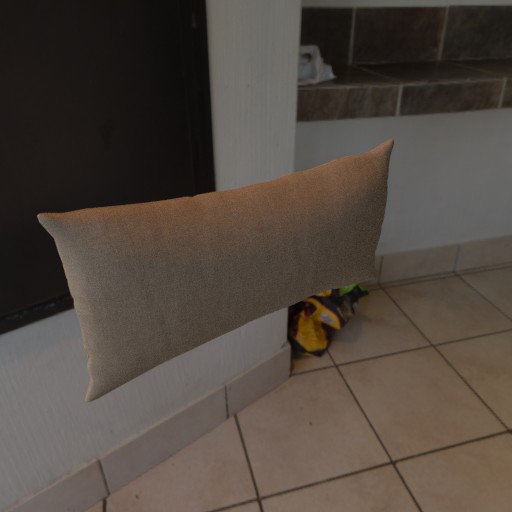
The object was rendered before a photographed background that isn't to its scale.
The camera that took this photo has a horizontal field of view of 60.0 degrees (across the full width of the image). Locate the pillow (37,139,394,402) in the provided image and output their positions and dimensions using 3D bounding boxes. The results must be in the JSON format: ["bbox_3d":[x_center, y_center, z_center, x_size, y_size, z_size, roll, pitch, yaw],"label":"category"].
[{"bbox_3d":[0.000,0.000,0.731,0.612,0.308,0.148,-19,35,-29],"label":"pillow"}]
